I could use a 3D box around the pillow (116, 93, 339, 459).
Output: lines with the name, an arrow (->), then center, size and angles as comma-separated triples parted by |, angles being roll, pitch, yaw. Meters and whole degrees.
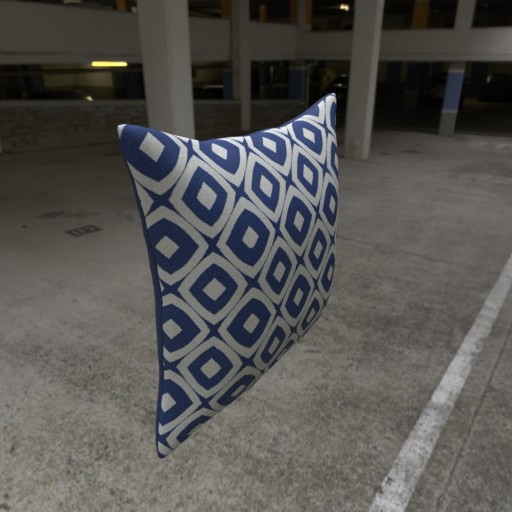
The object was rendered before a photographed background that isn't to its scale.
pillow -> 0.000, 0.000, 0.758 | 0.188, 0.494, 0.504 | 17, 29, 32
